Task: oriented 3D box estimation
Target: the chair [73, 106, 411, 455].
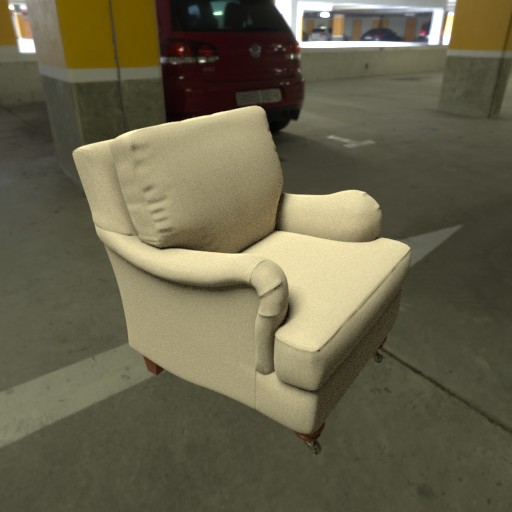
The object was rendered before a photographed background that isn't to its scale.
[{"bbox_3d":[0.000,0.000,1.838,1.078,1.076,0.895,17,31,31],"label":"chair"}]
